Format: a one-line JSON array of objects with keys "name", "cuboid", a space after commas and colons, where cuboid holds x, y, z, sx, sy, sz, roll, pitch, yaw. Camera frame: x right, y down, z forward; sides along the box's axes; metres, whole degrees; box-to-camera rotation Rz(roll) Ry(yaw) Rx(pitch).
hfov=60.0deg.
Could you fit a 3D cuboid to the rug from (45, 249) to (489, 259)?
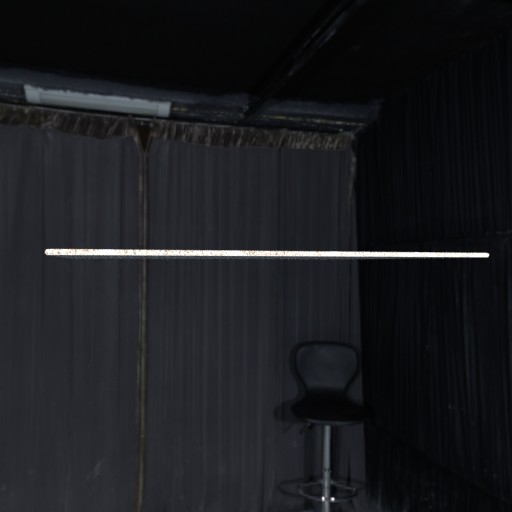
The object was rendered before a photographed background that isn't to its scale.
[{"name": "rug", "cuboid": [0.000, 0.000, 3.389, 2.743, 0.030, 1.778, 0, -1, -19]}]
